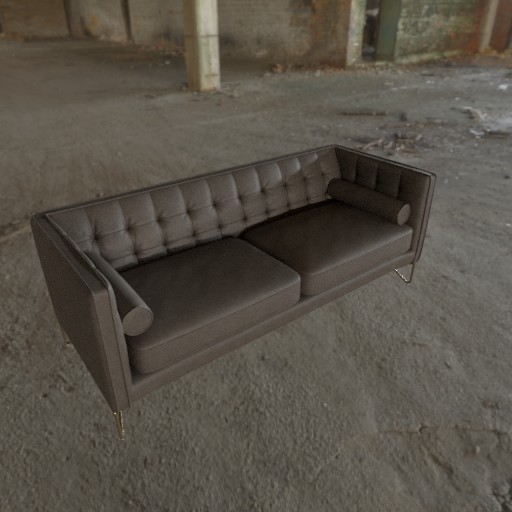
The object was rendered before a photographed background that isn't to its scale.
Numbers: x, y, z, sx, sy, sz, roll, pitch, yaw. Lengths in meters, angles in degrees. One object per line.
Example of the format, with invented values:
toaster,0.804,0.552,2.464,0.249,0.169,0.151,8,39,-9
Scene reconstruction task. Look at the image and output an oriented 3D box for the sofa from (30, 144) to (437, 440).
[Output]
sofa,0.000,0.000,2.525,2.087,0.789,0.867,-21,35,-32
